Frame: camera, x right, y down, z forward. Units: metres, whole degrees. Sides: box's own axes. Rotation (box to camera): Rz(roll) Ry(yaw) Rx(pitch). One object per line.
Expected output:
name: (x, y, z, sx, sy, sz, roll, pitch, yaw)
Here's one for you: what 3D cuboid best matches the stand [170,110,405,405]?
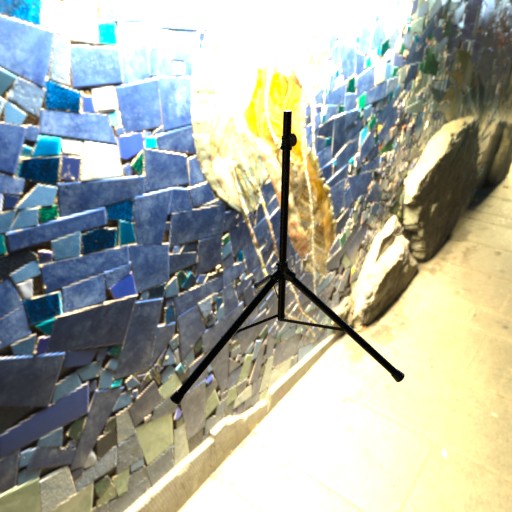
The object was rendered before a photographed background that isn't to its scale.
stand: (0.000, 0.000, 1.853, 0.907, 1.136, 1.045, -20, 34, -33)
